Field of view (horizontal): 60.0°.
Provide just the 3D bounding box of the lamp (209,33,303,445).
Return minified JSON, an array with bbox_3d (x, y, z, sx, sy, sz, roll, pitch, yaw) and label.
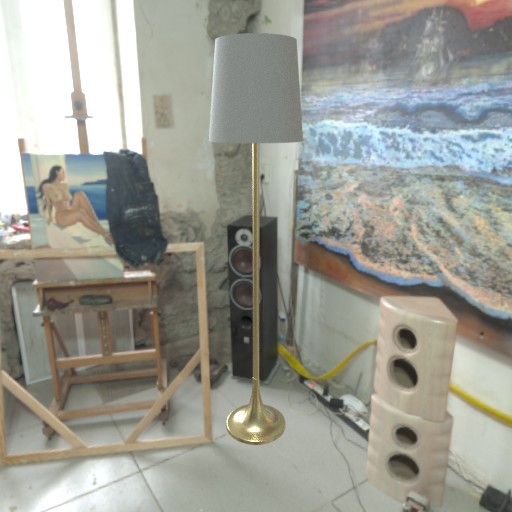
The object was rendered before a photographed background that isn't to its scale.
[{"bbox_3d":[0.000,0.000,1.719,0.337,1.543,0.337,0,17,0],"label":"lamp"}]
